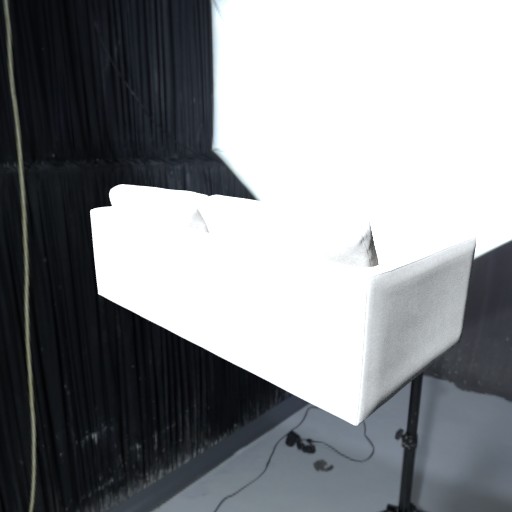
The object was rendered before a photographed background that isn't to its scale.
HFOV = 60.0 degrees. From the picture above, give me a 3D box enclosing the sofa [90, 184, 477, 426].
[{"bbox_3d":[0.000,0.000,2.785,2.588,0.838,1.090,14,21,43],"label":"sofa"}]
